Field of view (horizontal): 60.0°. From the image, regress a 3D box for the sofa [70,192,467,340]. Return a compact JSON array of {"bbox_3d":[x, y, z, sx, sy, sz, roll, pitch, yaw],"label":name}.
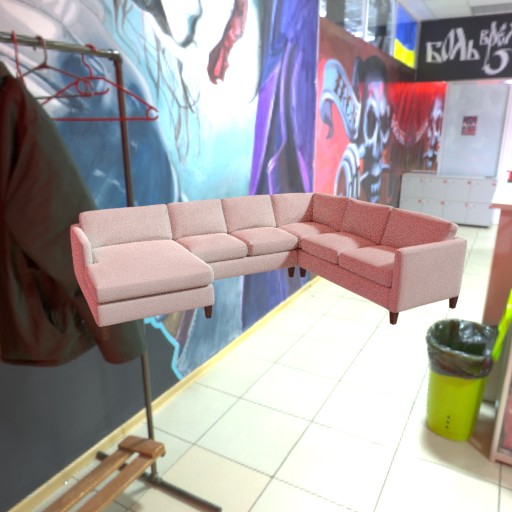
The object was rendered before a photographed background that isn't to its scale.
[{"bbox_3d":[0.000,0.000,4.761,3.459,0.956,2.593,-8,18,-27],"label":"sofa"}]
